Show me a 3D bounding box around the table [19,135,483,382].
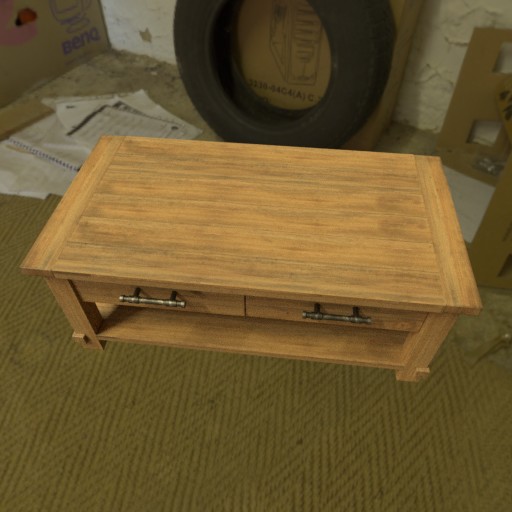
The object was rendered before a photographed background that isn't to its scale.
[{"bbox_3d":[0.000,0.000,1.610,1.270,0.494,0.693,5,48,4],"label":"table"}]
